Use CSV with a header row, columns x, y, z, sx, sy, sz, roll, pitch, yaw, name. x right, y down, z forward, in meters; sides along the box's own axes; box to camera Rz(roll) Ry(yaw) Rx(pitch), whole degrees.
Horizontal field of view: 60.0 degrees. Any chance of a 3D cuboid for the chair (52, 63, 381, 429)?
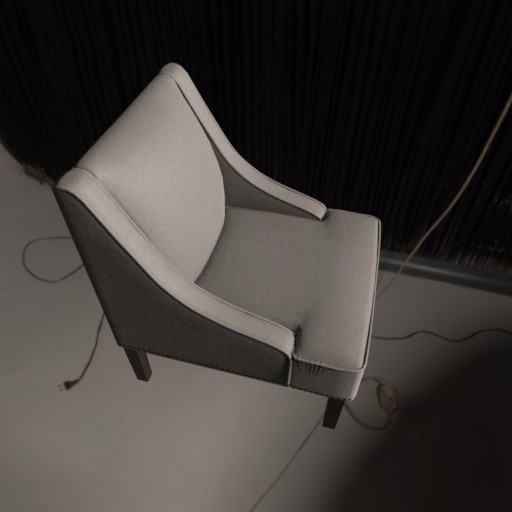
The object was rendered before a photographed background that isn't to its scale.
x,y,z,sx,sy,sz,roll,pitch,yaw,name
0.000,0.000,1.373,0.747,0.867,0.631,11,48,10,chair
